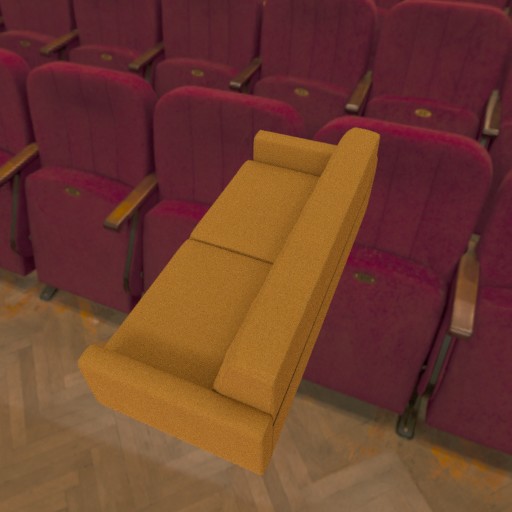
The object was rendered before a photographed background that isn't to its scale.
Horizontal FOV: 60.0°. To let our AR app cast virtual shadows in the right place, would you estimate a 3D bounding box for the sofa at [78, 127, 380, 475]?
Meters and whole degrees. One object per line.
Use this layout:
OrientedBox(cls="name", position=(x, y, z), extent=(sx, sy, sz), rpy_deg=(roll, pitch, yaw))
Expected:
OrientedBox(cls="sofa", position=(0.000, 0.000, 2.514), extent=(0.909, 0.841, 2.029), rpy_deg=(17, 49, 16))
